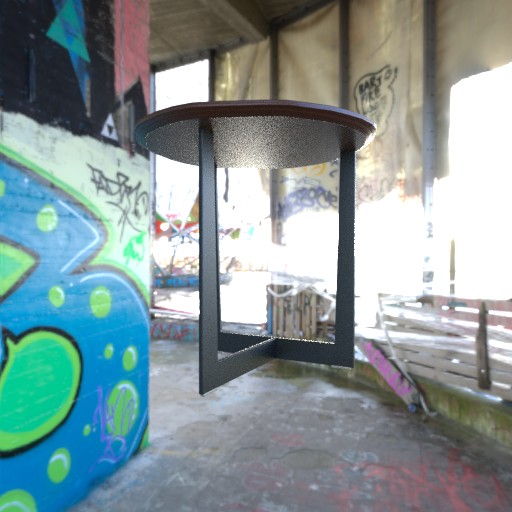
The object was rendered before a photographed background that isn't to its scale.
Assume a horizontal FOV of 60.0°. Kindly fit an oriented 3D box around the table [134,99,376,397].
[{"bbox_3d":[0.000,0.000,0.907,0.477,0.476,0.494,0,1,17],"label":"table"}]
